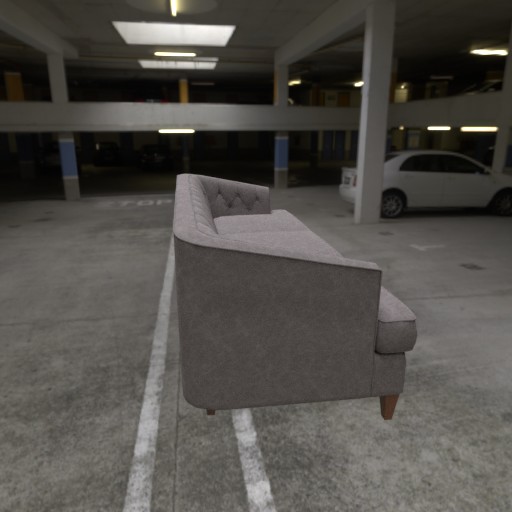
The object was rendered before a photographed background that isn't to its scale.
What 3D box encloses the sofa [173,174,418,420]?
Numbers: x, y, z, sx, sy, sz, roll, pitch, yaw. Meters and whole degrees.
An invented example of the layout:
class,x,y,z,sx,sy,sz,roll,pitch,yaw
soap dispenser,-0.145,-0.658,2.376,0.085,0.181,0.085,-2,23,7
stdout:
class,x,y,z,sx,sy,sz,roll,pitch,yaw
sofa,0.000,0.000,2.667,0.917,0.806,2.247,-3,17,-9
